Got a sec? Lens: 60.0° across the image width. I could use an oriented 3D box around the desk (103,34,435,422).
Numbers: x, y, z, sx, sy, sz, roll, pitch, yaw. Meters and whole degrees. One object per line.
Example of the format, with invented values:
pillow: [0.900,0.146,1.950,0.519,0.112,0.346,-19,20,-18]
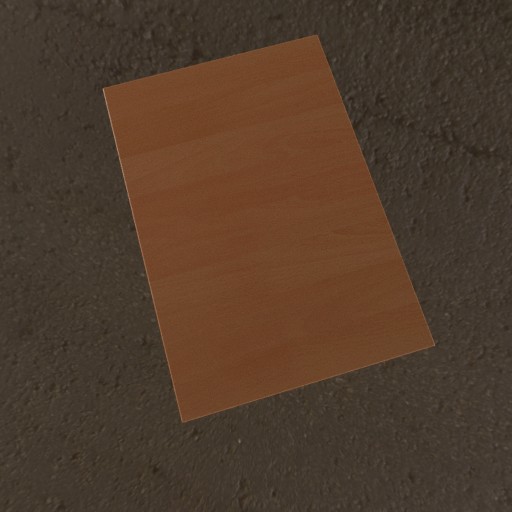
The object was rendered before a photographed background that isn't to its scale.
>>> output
desk: [0.000,0.000,1.096,0.404,0.730,0.600,-16,77,-4]
